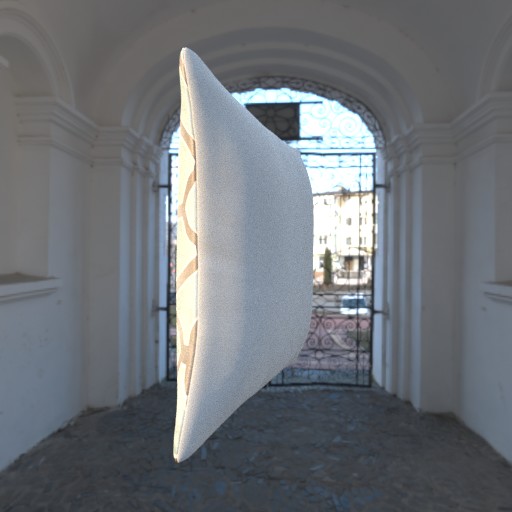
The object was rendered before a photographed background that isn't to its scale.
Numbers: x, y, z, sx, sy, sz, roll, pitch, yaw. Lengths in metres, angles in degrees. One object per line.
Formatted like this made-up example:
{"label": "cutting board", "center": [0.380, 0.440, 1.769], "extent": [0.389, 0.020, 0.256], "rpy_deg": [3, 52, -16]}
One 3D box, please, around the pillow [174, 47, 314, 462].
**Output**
{"label": "pillow", "center": [0.000, 0.000, 0.797], "extent": [0.166, 0.508, 0.552], "rpy_deg": [0, 0, 20]}
